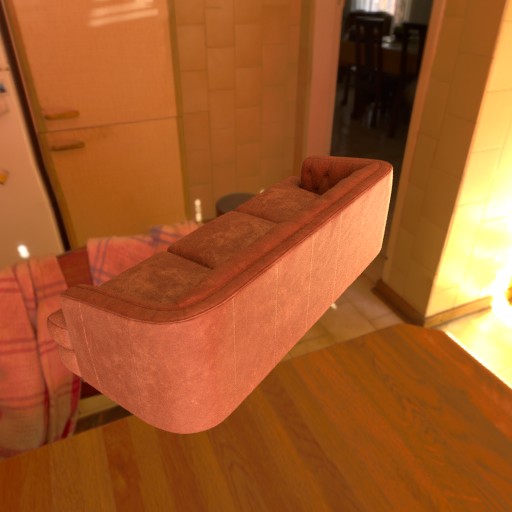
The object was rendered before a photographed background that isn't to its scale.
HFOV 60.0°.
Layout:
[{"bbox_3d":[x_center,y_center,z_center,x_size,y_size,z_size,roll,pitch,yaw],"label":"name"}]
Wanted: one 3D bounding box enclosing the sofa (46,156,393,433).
[{"bbox_3d":[0.000,0.000,2.694,0.922,0.791,2.257,21,38,30],"label":"sofa"}]
